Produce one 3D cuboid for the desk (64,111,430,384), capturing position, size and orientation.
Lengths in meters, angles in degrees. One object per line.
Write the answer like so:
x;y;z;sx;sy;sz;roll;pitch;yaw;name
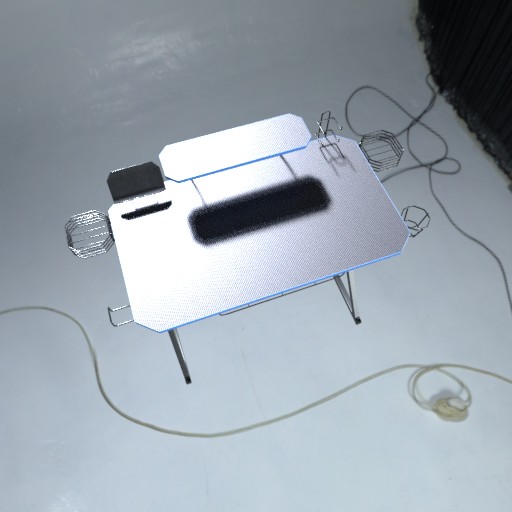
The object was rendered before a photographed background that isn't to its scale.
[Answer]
0.000;0.000;1.832;1.295;0.909;0.594;-17;63;-9;desk
